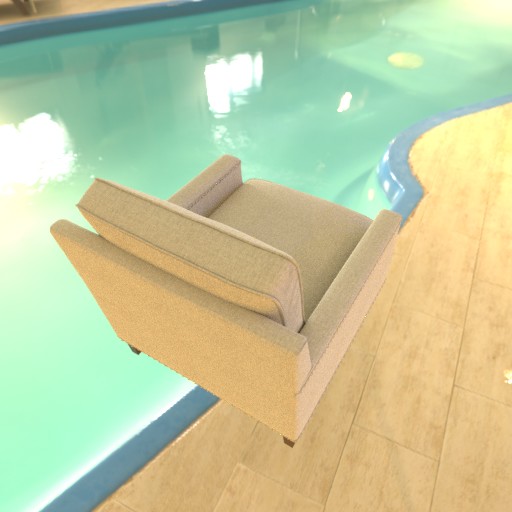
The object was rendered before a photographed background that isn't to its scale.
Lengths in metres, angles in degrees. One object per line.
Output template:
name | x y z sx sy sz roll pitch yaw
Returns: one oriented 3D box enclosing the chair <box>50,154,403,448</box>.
chair | 0.000 0.000 1.702 0.853 0.943 1.014 24 50 22
